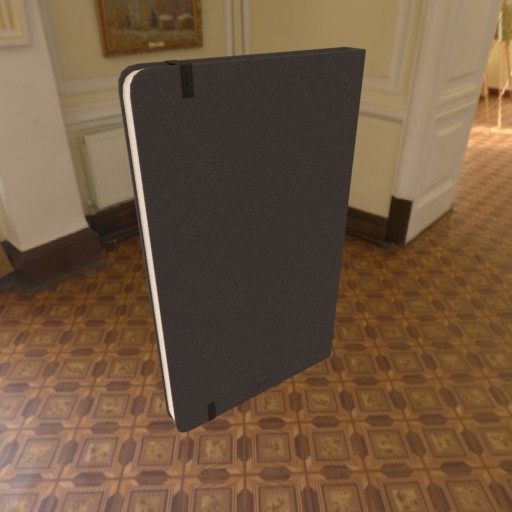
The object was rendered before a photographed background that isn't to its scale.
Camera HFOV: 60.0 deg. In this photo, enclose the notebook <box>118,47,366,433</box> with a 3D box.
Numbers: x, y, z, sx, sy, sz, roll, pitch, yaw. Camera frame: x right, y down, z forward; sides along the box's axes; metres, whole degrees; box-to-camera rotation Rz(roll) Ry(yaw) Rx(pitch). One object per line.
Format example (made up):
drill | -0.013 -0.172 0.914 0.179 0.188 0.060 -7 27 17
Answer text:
notebook | 0.000 0.000 0.257 0.127 0.213 0.016 -19 36 -29
